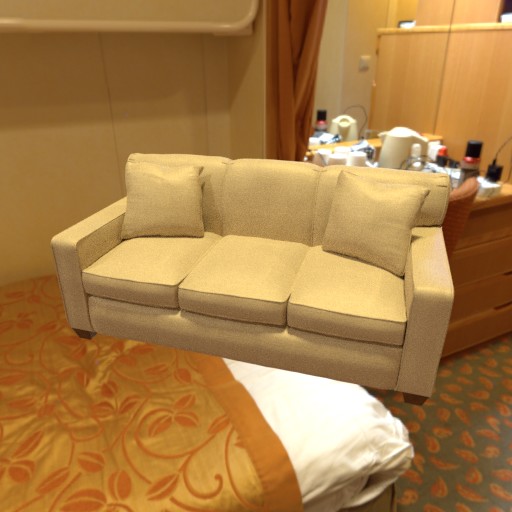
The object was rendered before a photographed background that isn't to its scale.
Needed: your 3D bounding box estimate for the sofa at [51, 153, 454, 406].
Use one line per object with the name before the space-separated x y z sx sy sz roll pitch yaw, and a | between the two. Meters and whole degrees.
sofa | 0.000 0.000 2.549 2.024 0.958 0.997 7 27 15
